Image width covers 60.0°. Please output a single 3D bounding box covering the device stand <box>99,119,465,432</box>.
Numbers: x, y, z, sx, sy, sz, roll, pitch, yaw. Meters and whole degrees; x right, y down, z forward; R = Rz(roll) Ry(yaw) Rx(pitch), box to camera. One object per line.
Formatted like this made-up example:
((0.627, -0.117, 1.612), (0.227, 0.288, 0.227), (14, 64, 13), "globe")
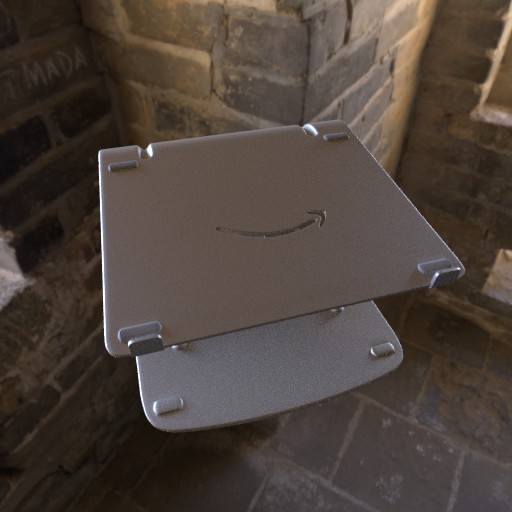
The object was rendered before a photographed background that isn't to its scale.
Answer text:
((0.000, 0.000, 0.404), (0.256, 0.155, 0.236), (-11, 41, -13), "device stand")
